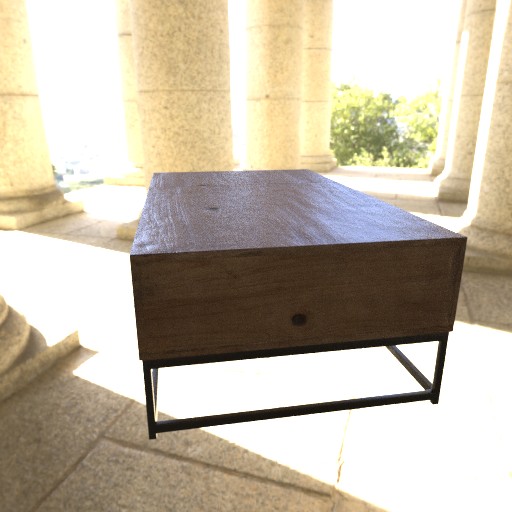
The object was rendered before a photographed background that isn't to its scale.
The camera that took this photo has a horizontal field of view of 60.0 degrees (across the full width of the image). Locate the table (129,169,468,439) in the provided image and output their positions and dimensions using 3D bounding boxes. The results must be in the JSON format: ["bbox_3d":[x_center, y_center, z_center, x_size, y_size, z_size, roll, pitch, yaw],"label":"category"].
[{"bbox_3d":[0.000,0.000,1.398,0.655,0.395,1.101,-3,18,-10],"label":"table"}]
